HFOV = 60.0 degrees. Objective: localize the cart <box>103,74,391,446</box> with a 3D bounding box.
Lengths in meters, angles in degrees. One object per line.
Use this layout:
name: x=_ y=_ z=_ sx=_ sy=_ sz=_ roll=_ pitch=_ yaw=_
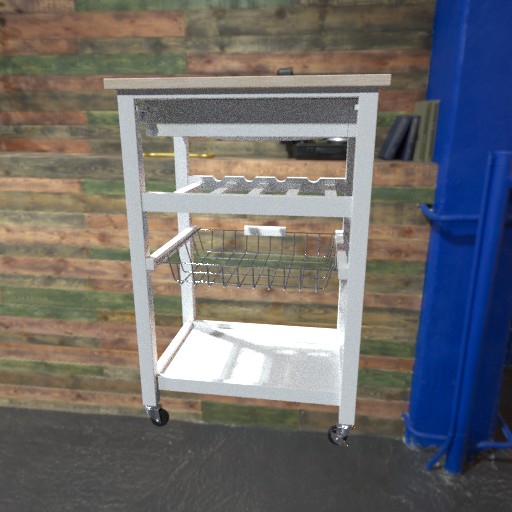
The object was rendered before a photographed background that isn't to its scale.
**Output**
cart: x=0.000 y=0.000 z=1.189 sx=0.578 sy=0.857 sz=0.406 roll=2 pitch=17 yaw=8
